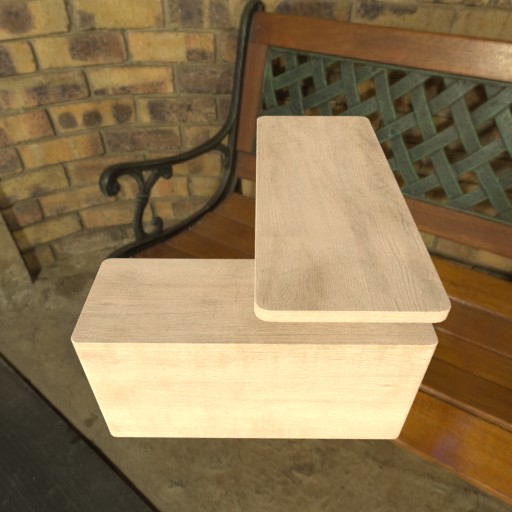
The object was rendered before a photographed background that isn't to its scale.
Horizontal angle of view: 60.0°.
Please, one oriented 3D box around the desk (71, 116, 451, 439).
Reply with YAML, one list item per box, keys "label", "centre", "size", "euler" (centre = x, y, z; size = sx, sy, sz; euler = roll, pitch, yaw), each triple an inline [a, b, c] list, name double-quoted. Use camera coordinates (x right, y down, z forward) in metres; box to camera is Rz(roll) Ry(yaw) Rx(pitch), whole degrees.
- label: "desk"
  centre: [0.000, 0.000, 2.077]
  size: [1.175, 0.770, 1.400]
  euler: [0, 40, 0]
